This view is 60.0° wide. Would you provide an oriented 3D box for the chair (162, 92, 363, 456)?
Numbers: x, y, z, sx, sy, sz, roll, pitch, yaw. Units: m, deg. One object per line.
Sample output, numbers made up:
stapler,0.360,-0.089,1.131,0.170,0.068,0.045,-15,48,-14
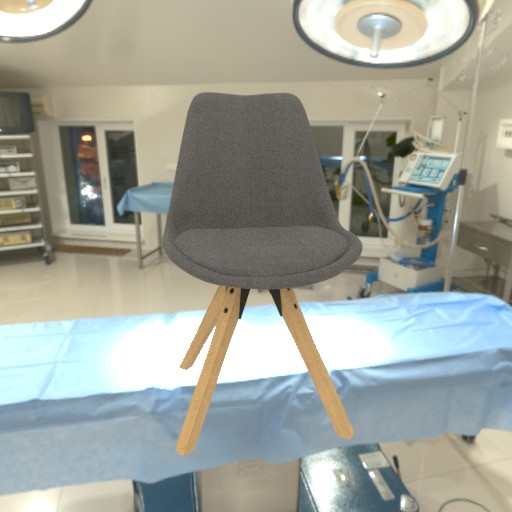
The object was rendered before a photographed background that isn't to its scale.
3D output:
chair,0.000,0.000,1.189,0.485,0.850,0.550,-2,17,-8
